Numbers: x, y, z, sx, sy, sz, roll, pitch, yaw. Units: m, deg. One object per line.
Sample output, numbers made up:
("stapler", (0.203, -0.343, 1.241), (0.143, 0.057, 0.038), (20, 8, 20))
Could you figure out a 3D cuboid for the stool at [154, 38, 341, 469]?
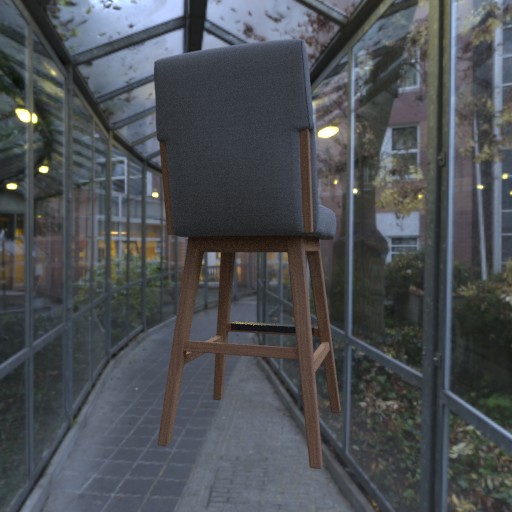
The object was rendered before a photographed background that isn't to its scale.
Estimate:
("stool", (0.000, 0.000, 1.417), (0.483, 1.112, 0.570), (0, 1, 17))
